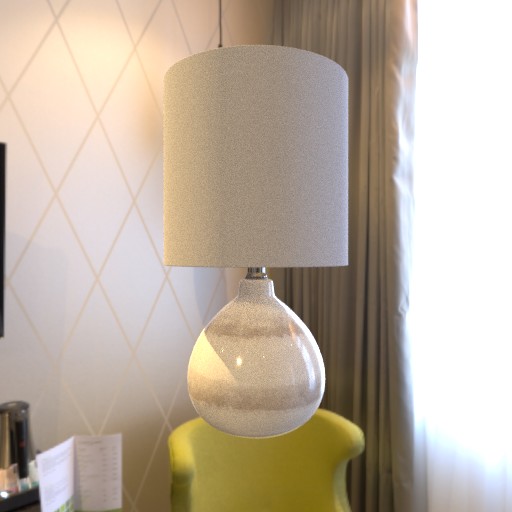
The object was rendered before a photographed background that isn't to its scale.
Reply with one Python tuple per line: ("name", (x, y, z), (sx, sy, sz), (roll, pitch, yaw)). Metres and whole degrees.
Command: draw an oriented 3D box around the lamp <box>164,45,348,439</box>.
("lamp", (0.000, 0.000, 0.531), (0.217, 0.404, 0.217), (0, 0, 16))
